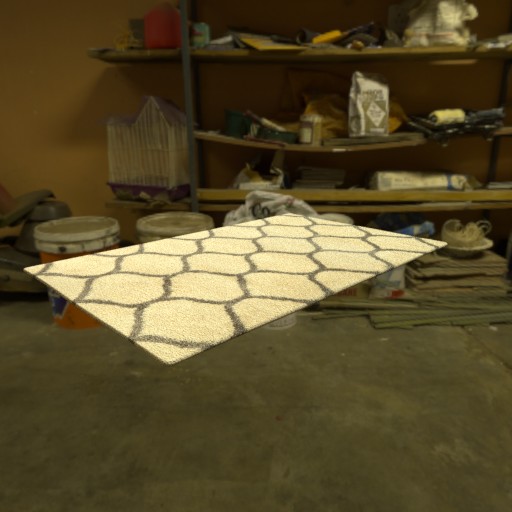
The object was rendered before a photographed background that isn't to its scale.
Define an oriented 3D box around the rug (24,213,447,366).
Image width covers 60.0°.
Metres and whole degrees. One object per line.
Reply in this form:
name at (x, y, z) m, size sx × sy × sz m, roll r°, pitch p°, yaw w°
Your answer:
rug at (0.000, 0.000, 2.862) m, size 2.348 × 0.024 × 1.501 m, roll -16°, pitch 23°, yaw -42°
